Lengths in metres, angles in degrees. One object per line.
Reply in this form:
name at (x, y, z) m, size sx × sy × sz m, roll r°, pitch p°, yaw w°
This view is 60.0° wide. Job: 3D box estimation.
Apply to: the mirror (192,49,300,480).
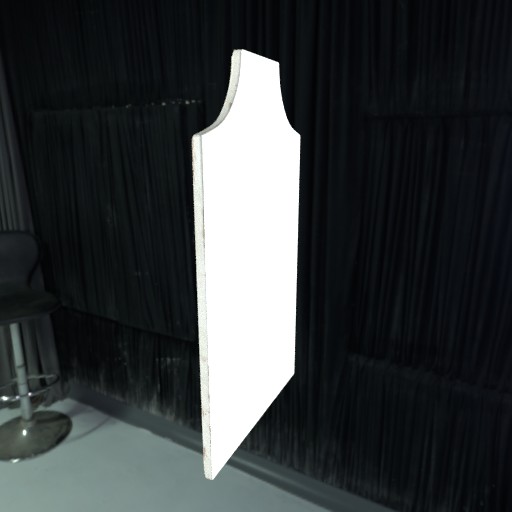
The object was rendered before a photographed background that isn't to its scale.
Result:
mirror at (0.000, 0.000, 0.865) m, size 0.022 × 0.717 × 0.403 m, roll 7°, pitch 17°, yaw 25°
